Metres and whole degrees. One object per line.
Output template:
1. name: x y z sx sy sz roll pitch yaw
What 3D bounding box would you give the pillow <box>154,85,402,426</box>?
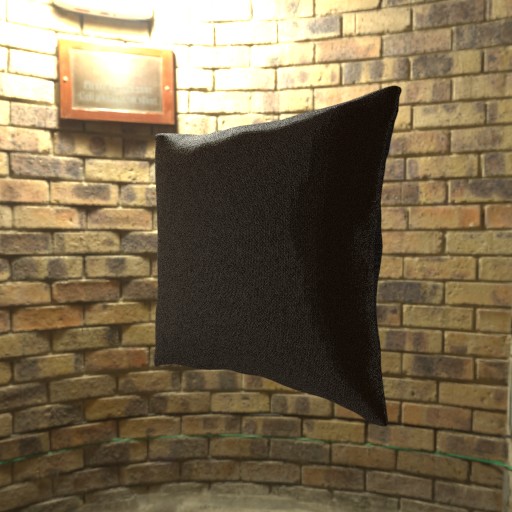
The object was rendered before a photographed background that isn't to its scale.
1. pillow: 0.000 0.000 0.698 0.452 0.439 0.204 1 3 35
